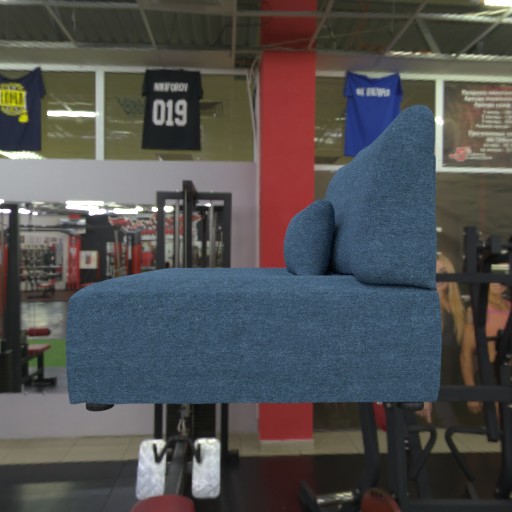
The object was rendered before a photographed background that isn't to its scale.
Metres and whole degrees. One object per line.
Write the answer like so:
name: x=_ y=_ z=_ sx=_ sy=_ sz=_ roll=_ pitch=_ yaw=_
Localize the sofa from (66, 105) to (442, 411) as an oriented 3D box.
sofa: x=0.000 y=0.000 z=1.613 sx=1.000 sy=0.820 sz=0.930 roll=0 pitch=0 yaw=-1
